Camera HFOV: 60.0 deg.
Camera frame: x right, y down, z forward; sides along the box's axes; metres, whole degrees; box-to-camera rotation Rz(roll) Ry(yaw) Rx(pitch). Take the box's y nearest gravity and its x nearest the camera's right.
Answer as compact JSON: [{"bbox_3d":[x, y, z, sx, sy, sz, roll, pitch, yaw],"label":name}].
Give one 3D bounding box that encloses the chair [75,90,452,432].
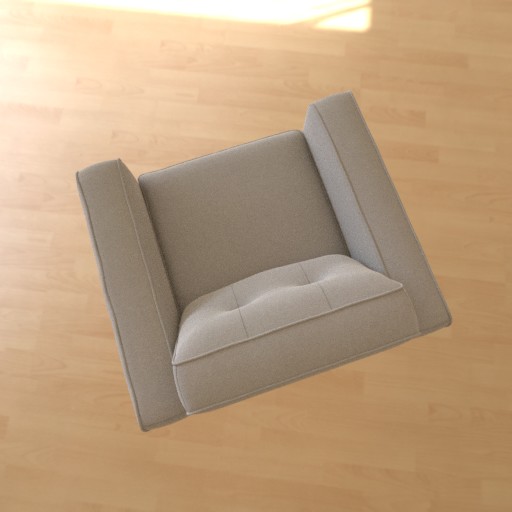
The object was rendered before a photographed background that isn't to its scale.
[{"bbox_3d":[0.000,0.000,1.697,1.115,0.779,0.953,-18,76,-5],"label":"chair"}]
